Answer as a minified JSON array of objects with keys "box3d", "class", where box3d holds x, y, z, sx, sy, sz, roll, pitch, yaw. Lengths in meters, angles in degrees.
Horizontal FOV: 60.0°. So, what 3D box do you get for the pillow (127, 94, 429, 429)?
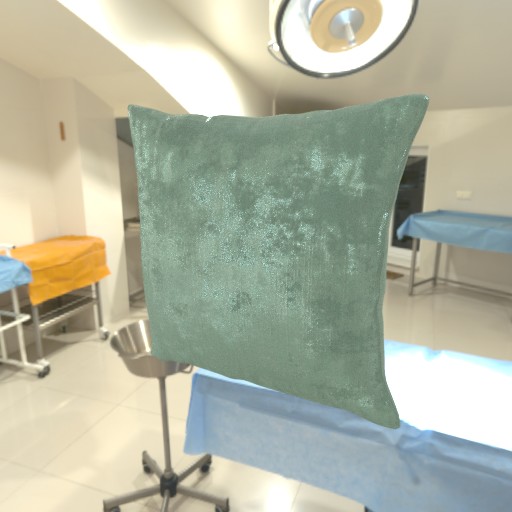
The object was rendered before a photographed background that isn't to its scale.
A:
[{"box3d":[0.000,0.000,0.690,0.470,0.464,0.175,7,16,27],"class":"pillow"}]
